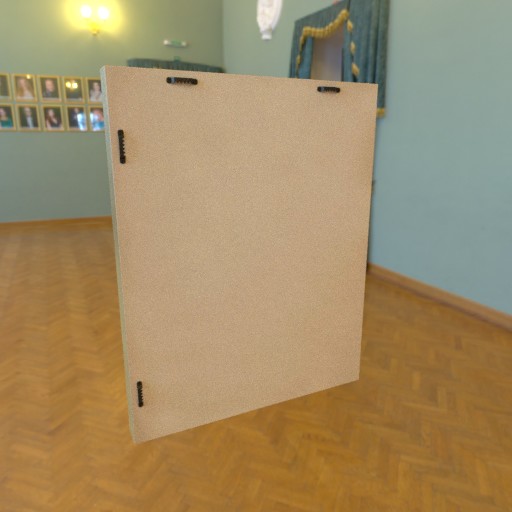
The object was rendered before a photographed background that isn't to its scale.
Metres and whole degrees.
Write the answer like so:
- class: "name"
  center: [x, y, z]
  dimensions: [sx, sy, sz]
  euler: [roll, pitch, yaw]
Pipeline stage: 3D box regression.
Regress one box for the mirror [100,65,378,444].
- class: "mirror"
  center: [0.000, 0.000, 0.675]
  dimensions: [0.406, 0.509, 0.041]
  euler: [-7, 16, -25]
